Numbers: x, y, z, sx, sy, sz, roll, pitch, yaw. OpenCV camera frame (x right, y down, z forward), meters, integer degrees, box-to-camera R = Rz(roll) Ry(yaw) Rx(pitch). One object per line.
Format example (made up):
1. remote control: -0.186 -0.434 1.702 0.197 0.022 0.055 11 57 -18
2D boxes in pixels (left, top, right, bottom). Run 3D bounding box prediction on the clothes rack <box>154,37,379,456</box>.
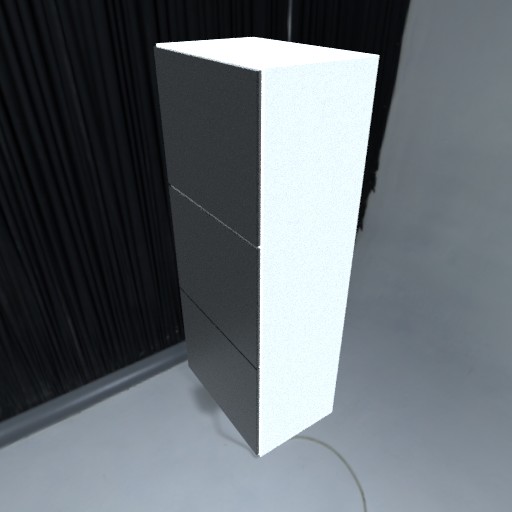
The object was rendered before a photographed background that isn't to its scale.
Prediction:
1. clothes rack: 0.000 0.000 1.396 0.330 1.187 0.500 -20 36 -29
